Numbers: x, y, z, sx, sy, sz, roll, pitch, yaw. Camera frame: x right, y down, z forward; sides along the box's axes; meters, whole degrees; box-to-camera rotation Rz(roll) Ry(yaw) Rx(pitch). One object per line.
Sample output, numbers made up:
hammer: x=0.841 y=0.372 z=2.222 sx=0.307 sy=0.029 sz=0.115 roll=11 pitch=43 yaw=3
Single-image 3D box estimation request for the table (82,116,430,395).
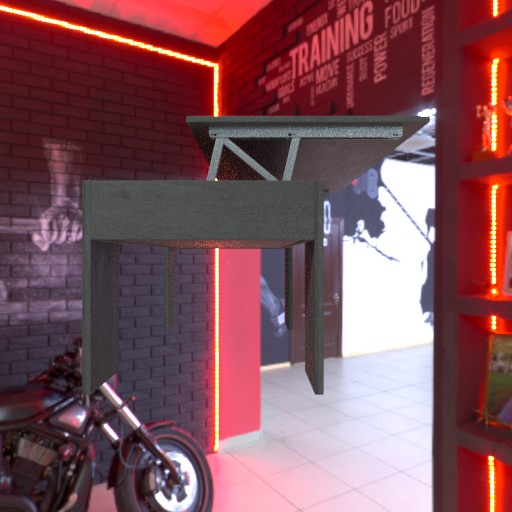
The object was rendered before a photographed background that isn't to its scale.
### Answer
table: x=0.000 y=0.000 z=1.401 sx=0.711 sy=0.570 sz=1.000 roll=0 pitch=0 yaw=0
